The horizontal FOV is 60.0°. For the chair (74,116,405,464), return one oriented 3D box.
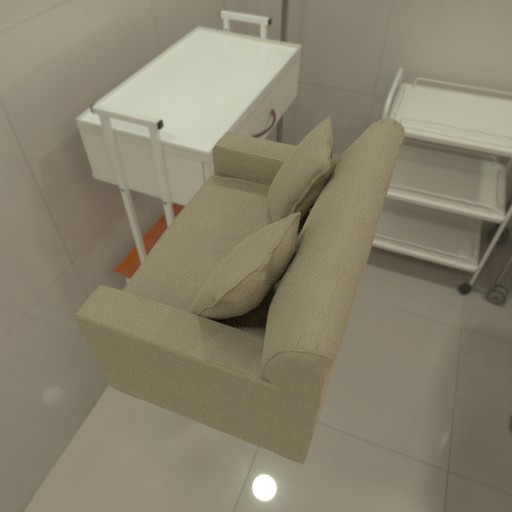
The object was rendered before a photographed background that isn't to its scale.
[{"bbox_3d":[0.000,0.000,2.074,1.000,0.948,1.383,16,49,15],"label":"chair"}]
